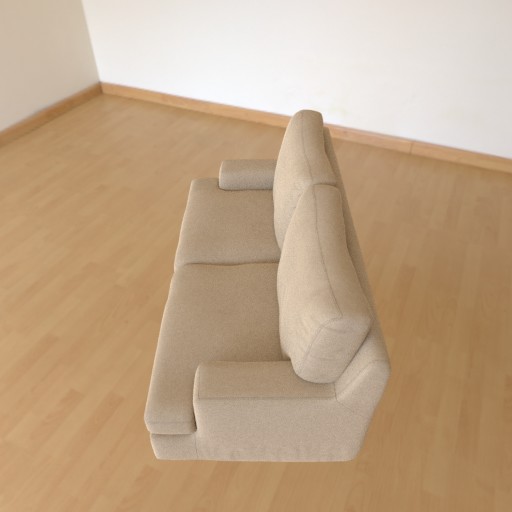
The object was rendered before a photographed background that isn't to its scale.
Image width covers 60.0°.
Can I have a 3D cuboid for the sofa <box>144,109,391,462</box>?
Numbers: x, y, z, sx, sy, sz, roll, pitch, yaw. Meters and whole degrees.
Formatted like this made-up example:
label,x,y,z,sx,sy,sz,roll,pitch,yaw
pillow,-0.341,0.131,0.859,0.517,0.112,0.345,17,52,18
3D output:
label,x,y,z,sx,sy,sz,roll,pitch,yaw
sofa,0.000,0.000,2.432,0.962,0.967,1.885,0,42,0
